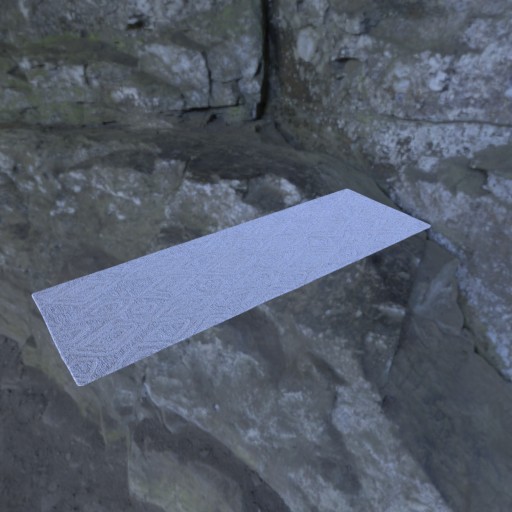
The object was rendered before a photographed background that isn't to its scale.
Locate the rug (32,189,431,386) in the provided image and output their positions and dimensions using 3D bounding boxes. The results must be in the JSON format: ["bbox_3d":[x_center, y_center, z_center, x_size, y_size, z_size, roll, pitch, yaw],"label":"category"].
[{"bbox_3d":[0.000,0.000,2.732,2.436,0.013,0.807,-21,38,-30],"label":"rug"}]
